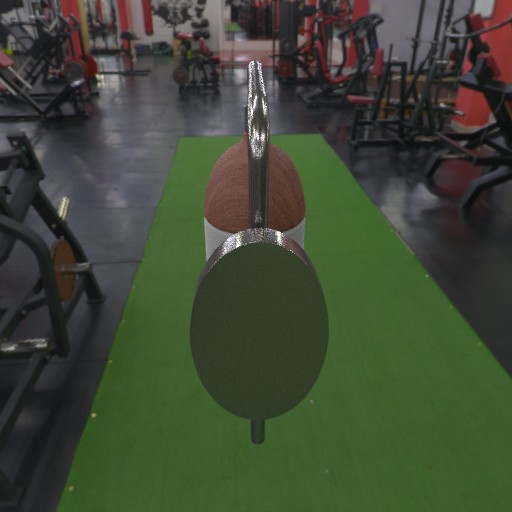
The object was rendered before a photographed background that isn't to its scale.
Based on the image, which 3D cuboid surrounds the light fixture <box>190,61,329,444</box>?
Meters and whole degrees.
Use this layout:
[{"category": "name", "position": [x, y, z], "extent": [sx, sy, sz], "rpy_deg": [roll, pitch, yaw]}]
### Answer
[{"category": "light fixture", "position": [0.000, 0.000, 0.431], "extent": [0.108, 0.343, 0.216], "rpy_deg": [-1, 29, -1]}]
